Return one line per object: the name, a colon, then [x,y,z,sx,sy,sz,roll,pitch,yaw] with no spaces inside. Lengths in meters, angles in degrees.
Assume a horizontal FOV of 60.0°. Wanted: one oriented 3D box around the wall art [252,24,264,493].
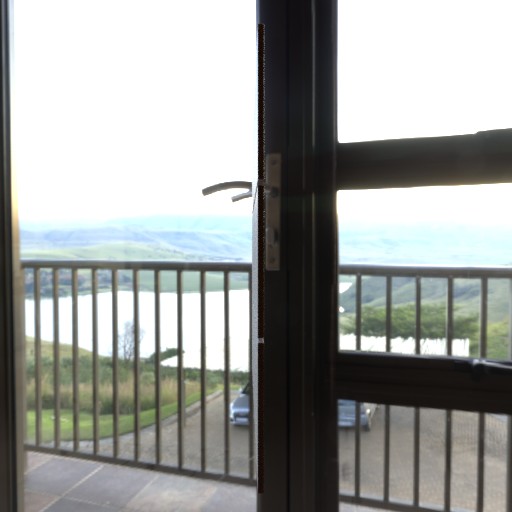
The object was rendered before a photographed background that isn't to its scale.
wall art: [0.000,0.000,1.802,0.017,1.246,1.256,0,1,-1]
